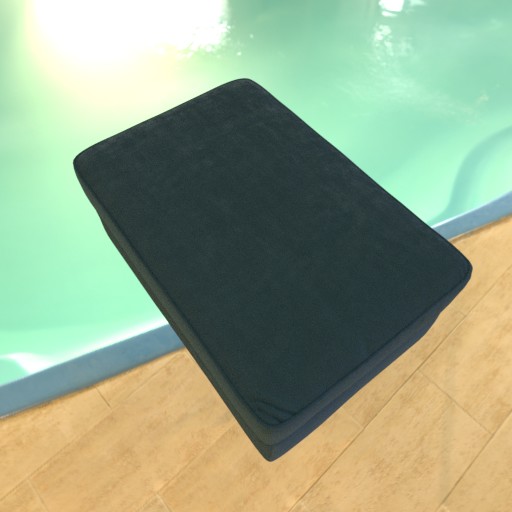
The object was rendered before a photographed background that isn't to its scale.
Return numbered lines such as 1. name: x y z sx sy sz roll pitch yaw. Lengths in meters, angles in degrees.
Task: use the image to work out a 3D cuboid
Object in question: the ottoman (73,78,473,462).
1. ottoman: 0.000 0.000 1.203 0.583 0.484 0.862 -32 63 -19
